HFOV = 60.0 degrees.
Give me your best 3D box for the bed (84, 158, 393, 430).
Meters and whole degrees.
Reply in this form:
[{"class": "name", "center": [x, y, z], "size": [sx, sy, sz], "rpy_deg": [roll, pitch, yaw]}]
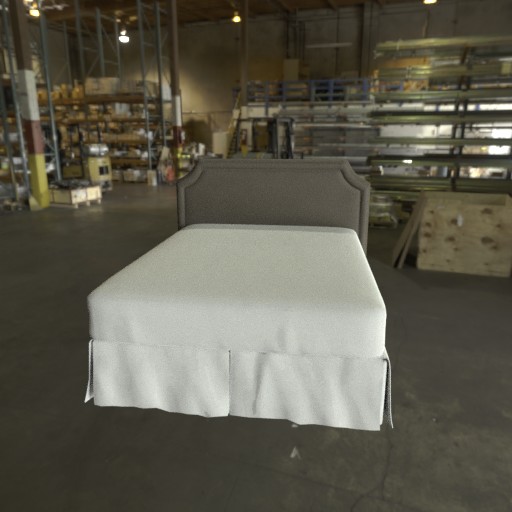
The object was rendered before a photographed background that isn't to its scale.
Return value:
[{"class": "bed", "center": [0.000, 0.000, 3.260], "size": [1.831, 1.297, 2.181], "rpy_deg": [2, 15, 7]}]
